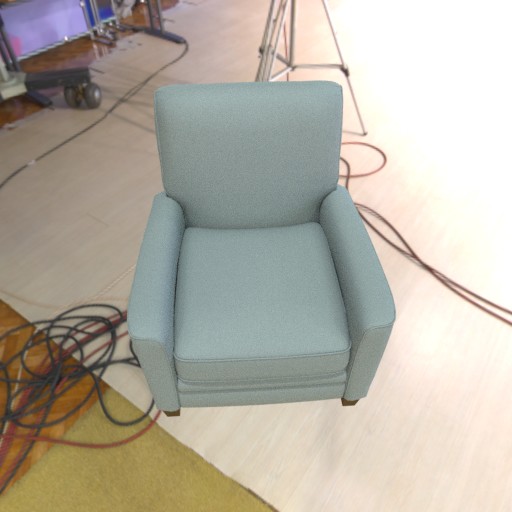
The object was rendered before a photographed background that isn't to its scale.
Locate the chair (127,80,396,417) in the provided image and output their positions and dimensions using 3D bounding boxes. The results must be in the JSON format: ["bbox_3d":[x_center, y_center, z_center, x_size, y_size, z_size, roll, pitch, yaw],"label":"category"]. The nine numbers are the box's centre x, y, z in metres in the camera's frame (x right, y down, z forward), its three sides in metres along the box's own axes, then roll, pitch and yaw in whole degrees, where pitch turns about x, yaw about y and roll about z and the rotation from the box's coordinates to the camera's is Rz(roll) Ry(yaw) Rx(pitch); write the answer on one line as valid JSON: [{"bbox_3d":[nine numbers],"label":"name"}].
[{"bbox_3d":[0.000,0.000,1.666,0.853,1.007,0.846,-3,47,-2],"label":"chair"}]
